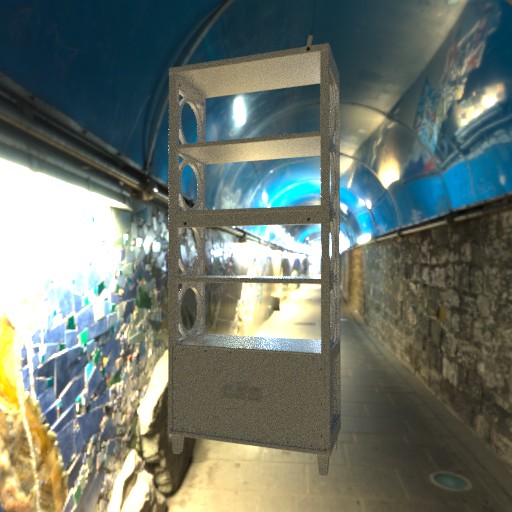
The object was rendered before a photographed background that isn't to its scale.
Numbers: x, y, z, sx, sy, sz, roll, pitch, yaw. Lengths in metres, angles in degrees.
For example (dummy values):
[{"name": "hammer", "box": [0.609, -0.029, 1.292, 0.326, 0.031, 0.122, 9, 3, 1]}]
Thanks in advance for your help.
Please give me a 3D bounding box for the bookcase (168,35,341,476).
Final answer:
[{"name": "bookcase", "box": [0.000, 0.000, 2.131, 0.761, 1.869, 0.361, 0, -1, 18]}]
